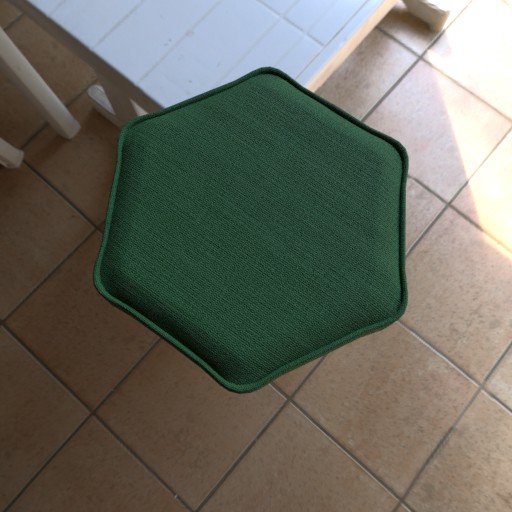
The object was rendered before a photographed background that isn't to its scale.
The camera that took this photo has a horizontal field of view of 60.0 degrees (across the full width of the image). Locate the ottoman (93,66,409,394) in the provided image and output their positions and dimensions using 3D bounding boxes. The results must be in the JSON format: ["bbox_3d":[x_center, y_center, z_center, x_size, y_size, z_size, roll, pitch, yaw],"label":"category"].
[{"bbox_3d":[0.000,0.000,0.867,0.499,0.507,0.444,34,78,8],"label":"ottoman"}]
